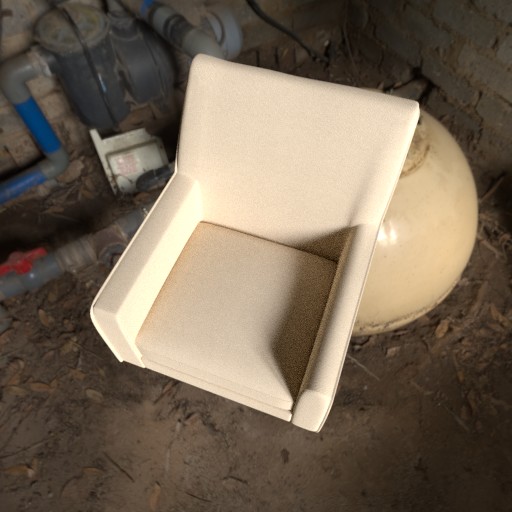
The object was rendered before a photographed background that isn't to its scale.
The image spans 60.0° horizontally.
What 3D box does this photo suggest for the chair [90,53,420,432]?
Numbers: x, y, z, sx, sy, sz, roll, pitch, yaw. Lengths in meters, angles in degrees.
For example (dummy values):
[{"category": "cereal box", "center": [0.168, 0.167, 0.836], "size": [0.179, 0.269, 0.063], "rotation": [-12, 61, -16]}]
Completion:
[{"category": "chair", "center": [0.000, 0.000, 1.586], "size": [0.780, 0.919, 0.899], "rotation": [17, 58, 11]}]
